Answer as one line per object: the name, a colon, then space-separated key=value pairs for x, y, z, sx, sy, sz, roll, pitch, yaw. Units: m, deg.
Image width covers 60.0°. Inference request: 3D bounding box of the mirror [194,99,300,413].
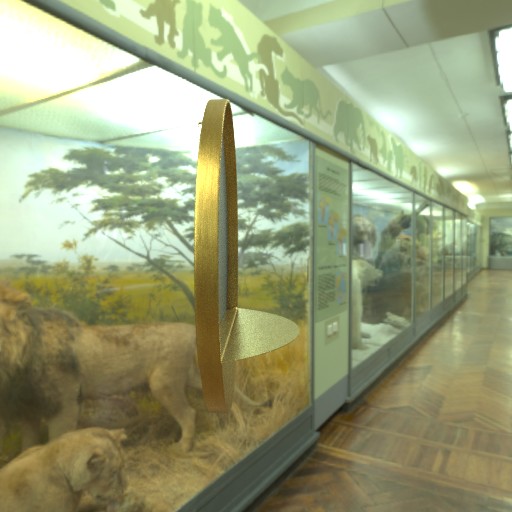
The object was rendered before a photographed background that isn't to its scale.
mirror: x=0.000 y=0.000 z=0.684 sx=0.133 sy=0.457 sz=0.457 roll=0 pitch=2 yaw=0
